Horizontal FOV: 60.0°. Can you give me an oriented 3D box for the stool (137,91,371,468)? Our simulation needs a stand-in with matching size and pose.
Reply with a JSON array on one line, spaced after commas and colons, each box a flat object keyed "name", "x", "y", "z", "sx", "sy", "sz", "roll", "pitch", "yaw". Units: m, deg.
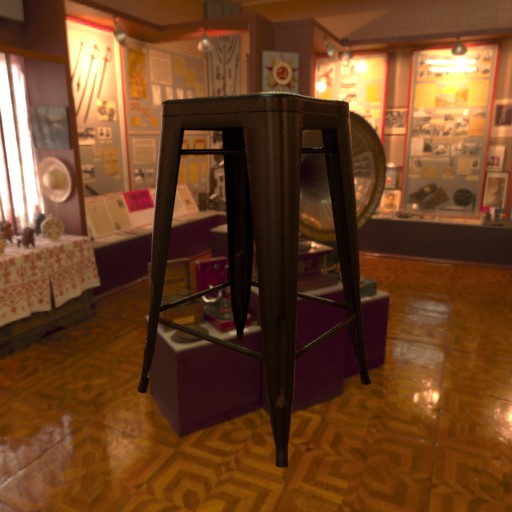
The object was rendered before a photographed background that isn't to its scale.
[{"name": "stool", "x": 0.000, "y": 0.000, "z": 0.919, "sx": 0.455, "sy": 0.609, "sz": 0.423, "roll": 7, "pitch": 16, "yaw": 26}]
